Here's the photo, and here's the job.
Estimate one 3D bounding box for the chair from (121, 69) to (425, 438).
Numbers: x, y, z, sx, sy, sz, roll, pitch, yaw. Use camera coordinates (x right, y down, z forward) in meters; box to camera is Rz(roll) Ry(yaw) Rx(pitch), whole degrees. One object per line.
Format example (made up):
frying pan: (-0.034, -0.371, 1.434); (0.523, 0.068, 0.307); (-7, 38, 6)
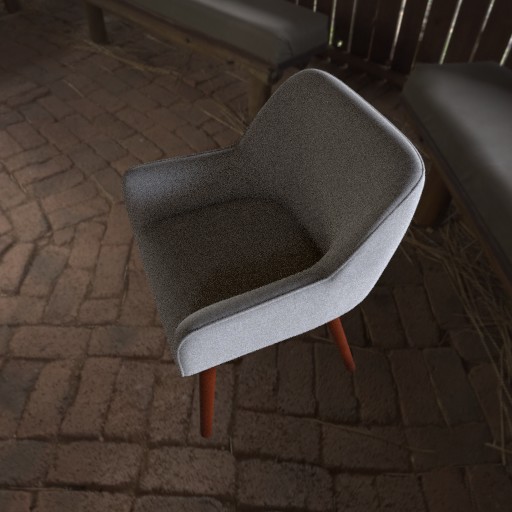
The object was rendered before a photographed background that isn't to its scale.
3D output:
chair: (0.000, 0.000, 1.266); (0.610, 0.813, 0.610); (-17, 50, -15)
